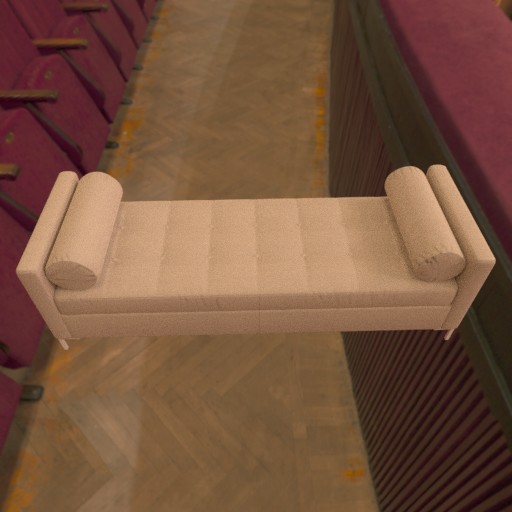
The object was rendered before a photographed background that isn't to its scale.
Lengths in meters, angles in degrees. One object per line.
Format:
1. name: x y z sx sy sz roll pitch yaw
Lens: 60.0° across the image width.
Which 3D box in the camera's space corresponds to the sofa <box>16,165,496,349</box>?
1. sofa: 0.000 0.000 2.261 1.981 0.635 0.686 -1 47 -1
